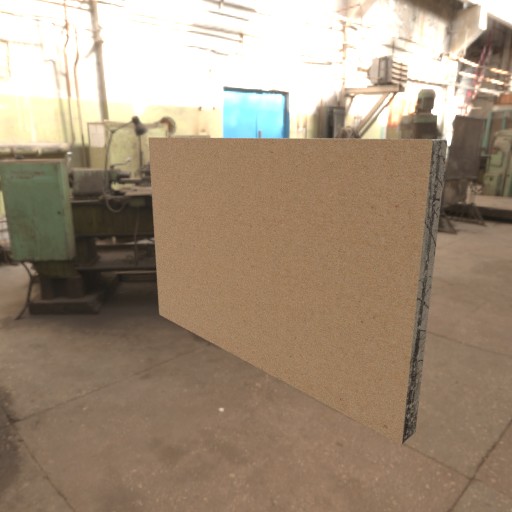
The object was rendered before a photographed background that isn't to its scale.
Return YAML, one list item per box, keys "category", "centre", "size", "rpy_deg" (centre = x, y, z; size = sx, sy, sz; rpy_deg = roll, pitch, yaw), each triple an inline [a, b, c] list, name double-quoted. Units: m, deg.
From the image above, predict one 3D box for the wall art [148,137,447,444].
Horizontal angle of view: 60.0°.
- category: "wall art"
  centre: [0.000, 0.000, 0.775]
  size: [0.042, 0.398, 0.618]
  rpy_deg: [-14, 20, -41]
